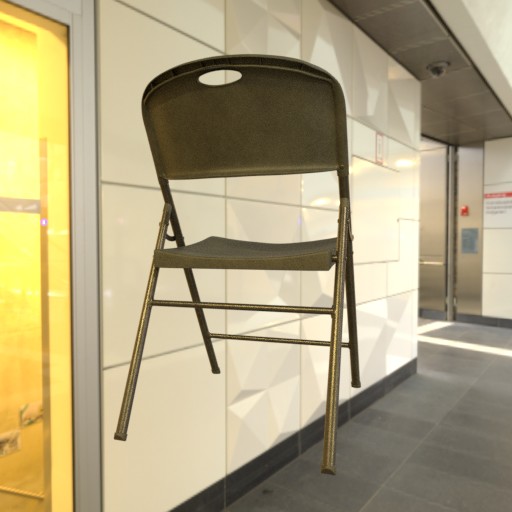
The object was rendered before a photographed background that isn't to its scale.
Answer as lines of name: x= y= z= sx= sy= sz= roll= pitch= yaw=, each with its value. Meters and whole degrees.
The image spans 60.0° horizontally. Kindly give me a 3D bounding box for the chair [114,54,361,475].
chair: x=0.000 y=0.000 z=1.150 sx=0.494 sy=0.810 sz=0.566 roll=1 pitch=2 yaw=18
